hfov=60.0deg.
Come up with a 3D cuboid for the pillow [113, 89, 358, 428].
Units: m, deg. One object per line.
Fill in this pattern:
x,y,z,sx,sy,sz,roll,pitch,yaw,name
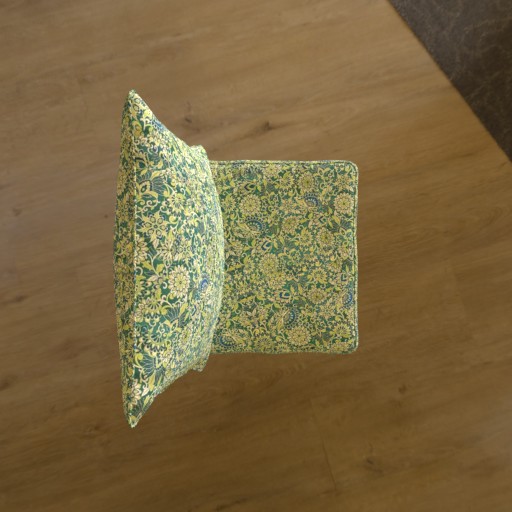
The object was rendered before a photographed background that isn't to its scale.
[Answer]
0.000,0.000,1.346,0.740,0.722,0.798,0,90,-1,pillow
